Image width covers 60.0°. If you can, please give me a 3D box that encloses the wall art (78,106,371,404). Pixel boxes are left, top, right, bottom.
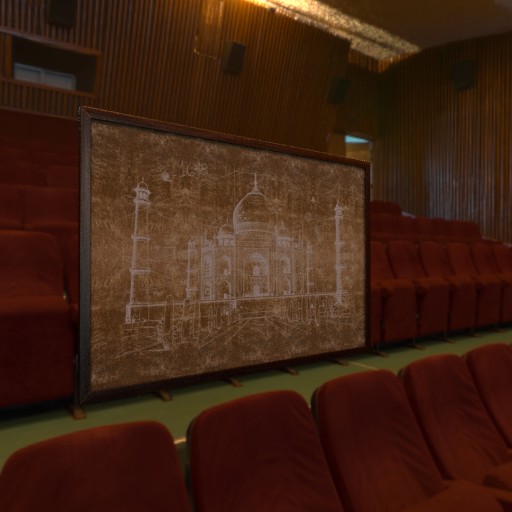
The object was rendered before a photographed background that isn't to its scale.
[{"bbox_3d":[0.000,0.000,1.070,0.816,0.559,0.014,0,-1,-35],"label":"wall art"}]
